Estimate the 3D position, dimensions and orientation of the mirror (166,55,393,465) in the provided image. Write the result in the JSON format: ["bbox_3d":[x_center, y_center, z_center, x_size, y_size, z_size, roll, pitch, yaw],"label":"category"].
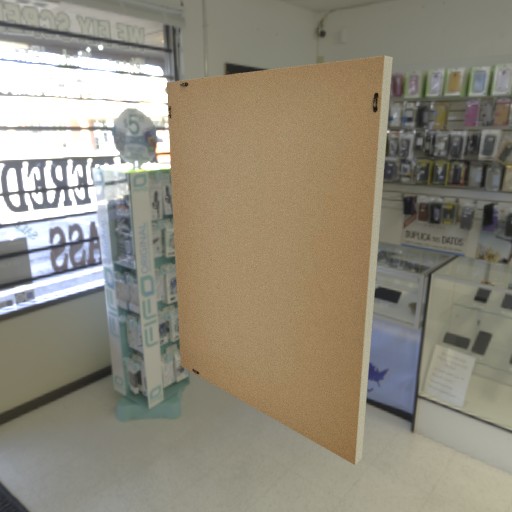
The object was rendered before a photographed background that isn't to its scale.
[{"bbox_3d":[0.000,0.000,1.318,0.762,1.016,0.040,14,21,41],"label":"mirror"}]
